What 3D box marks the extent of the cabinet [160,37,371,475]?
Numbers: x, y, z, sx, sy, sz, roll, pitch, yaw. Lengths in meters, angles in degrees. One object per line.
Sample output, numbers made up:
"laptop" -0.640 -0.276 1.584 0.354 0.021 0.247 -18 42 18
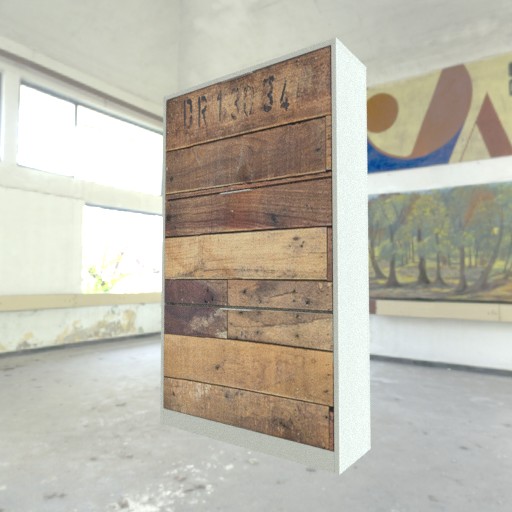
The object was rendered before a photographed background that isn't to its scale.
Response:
"cabinet" 0.000 0.000 1.604 0.750 1.280 0.250 -2 -3 36
